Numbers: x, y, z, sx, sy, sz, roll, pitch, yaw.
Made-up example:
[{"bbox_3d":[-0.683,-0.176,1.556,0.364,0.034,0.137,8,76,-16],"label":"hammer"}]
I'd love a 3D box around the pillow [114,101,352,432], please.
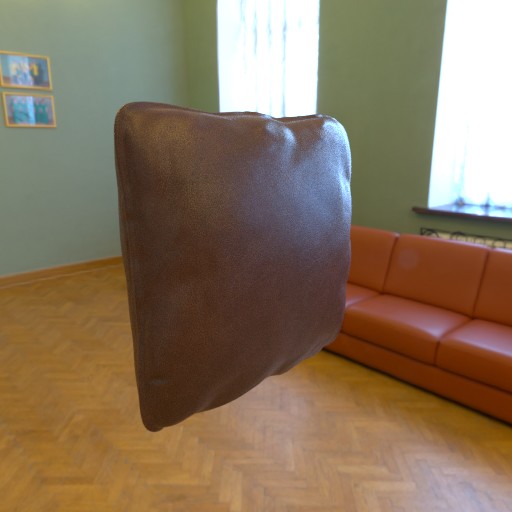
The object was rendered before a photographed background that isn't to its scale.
[{"bbox_3d":[0.000,0.000,0.830,0.236,0.523,0.532,14,20,43],"label":"pillow"}]
